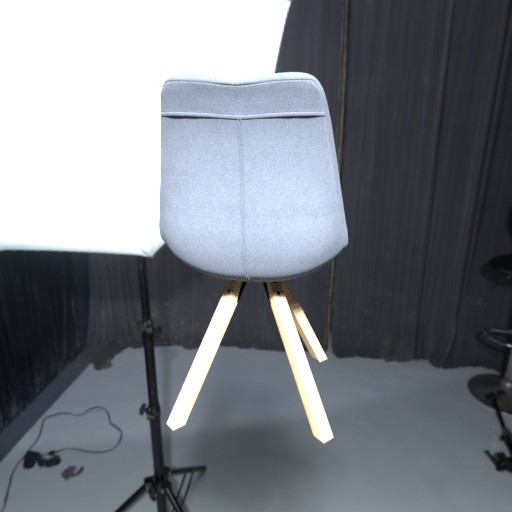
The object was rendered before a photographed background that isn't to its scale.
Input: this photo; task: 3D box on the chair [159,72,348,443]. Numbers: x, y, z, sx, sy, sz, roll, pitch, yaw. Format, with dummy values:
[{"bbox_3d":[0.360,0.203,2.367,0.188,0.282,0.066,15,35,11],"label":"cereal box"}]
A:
[{"bbox_3d":[0.000,0.000,1.187,0.474,0.863,0.549,2,17,7],"label":"chair"}]
